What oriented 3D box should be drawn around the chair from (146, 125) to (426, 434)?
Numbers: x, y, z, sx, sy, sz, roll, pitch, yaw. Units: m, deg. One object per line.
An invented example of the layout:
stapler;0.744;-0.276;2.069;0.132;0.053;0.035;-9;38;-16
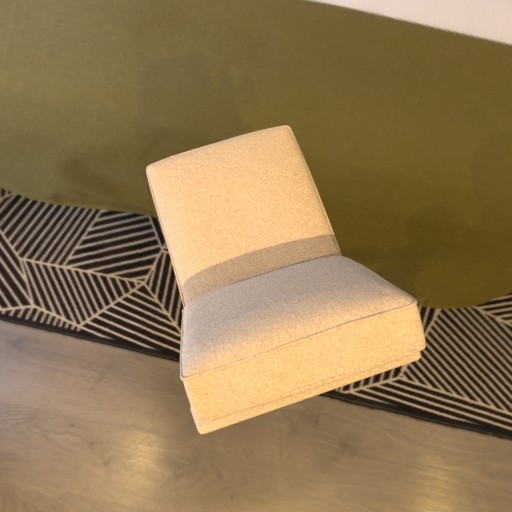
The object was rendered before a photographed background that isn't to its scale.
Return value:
chair;0.000;0.000;1.676;0.674;1.058;1.020;-18;77;-4
